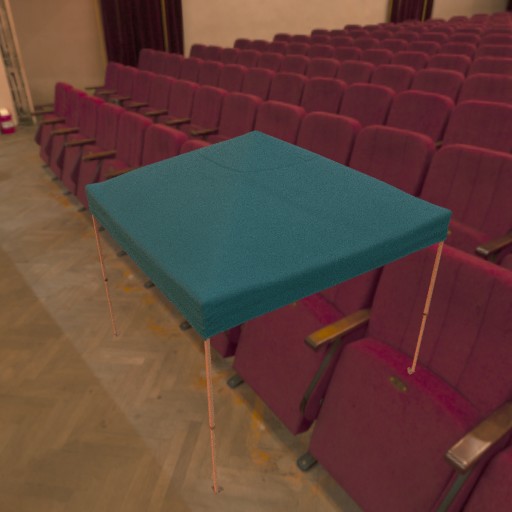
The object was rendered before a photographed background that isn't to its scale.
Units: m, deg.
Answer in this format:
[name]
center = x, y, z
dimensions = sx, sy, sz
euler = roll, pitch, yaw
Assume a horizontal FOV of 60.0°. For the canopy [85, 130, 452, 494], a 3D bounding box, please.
[canopy]
center = 0.000, 0.000, 5.358
dimensions = 2.996, 2.997, 2.998
euler = -18, 34, -30
